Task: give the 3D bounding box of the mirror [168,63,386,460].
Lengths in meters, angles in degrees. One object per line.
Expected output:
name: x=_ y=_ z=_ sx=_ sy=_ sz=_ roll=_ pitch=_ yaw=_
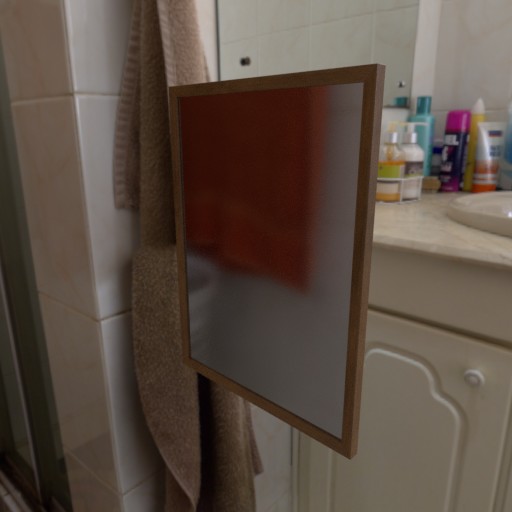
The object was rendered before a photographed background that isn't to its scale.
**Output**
mirror: x=0.000 y=0.000 z=1.356 sx=0.762 sy=1.016 sz=0.040 roll=15 pitch=21 yaw=42
